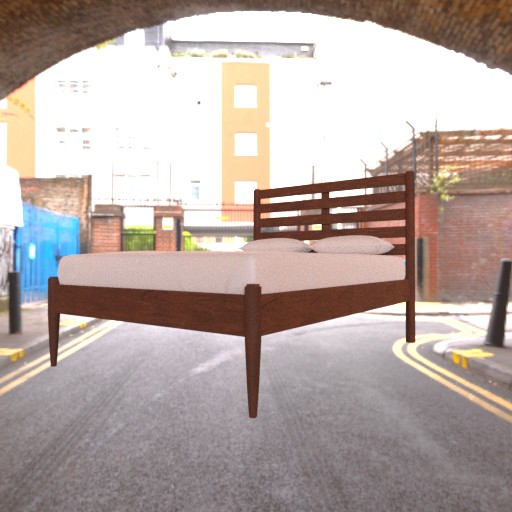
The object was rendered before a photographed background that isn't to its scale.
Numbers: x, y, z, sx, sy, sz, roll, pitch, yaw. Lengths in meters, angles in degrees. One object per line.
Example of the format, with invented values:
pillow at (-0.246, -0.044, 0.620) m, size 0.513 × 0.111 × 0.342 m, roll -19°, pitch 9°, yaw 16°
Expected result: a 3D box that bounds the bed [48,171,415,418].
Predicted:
bed at (0.000, 0.000, 2.986) m, size 1.509 × 1.304 × 2.093 m, roll -1°, pitch -1°, yaw 36°
